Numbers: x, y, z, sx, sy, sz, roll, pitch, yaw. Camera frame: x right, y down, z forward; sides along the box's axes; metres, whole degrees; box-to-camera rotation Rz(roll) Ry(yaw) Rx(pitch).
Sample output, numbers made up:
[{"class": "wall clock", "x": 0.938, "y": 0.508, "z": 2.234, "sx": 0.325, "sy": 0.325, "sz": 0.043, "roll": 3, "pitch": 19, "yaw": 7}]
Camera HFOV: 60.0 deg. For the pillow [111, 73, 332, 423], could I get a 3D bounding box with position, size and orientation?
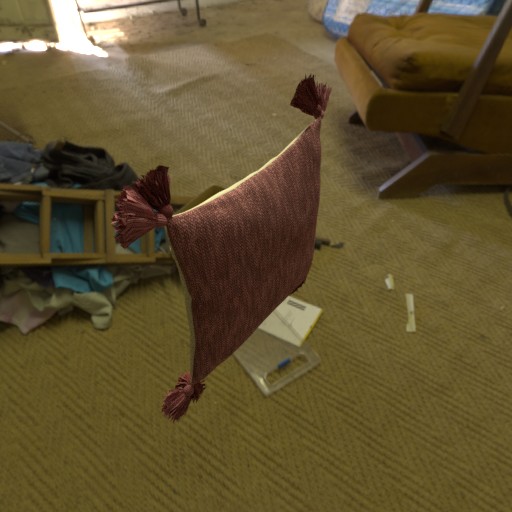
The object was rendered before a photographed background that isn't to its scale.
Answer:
[{"class": "pillow", "x": 0.000, "y": 0.000, "z": 0.995, "sx": 0.138, "sy": 0.659, "sz": 0.641, "roll": 27, "pitch": 49, "yaw": 27}]
